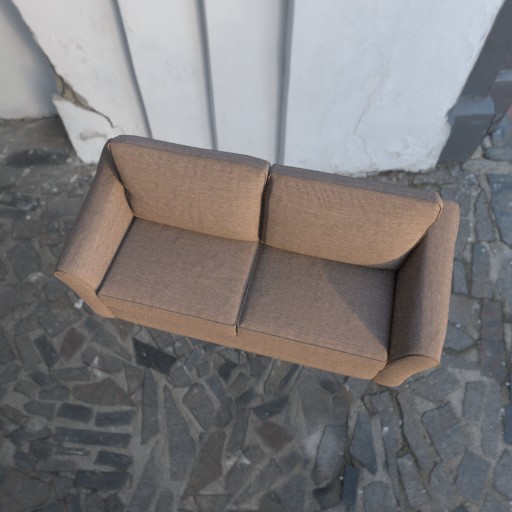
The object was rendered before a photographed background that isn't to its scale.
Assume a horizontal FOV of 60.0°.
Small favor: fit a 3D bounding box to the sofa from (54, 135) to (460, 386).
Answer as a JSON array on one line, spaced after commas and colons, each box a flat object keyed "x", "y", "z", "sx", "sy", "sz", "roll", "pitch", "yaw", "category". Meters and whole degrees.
[{"x": 0.000, "y": 0.000, "z": 2.758, "sx": 2.270, "sy": 0.965, "sz": 0.980, "roll": 12, "pitch": 59, "yaw": 7, "category": "sofa"}]
